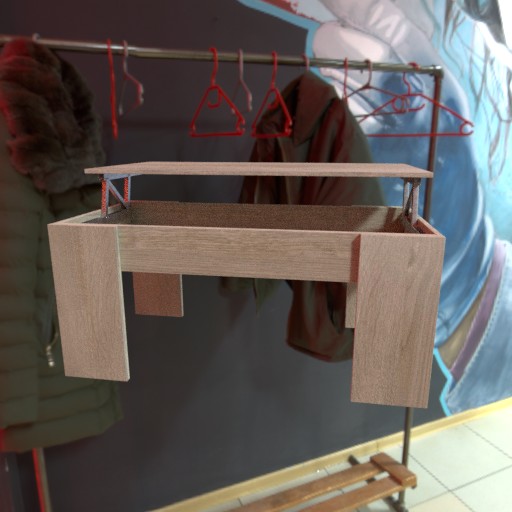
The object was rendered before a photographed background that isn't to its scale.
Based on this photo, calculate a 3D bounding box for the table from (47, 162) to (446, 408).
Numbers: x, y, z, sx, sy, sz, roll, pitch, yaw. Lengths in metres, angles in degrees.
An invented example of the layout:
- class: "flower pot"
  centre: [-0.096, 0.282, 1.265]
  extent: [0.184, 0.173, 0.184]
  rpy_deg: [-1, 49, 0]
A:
- class: "table"
  centre: [0.000, 0.000, 1.458]
  extent: [1.000, 0.570, 0.711]
  rpy_deg: [2, 15, 9]
